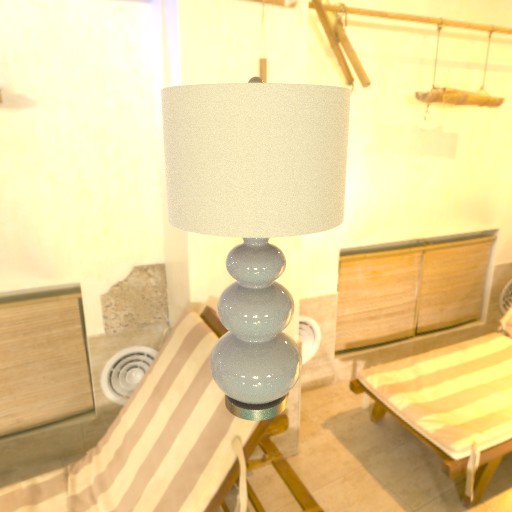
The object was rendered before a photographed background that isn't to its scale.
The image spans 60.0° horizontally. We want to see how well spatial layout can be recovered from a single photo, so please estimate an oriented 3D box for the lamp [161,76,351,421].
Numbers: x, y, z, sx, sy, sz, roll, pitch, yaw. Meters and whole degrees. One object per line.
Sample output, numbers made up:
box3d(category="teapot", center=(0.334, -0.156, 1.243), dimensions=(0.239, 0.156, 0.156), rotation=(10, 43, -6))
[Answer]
box3d(category="lamp", center=(0.000, 0.000, 0.968), dimensions=(0.367, 0.730, 0.367), rotation=(-8, 18, -25))
